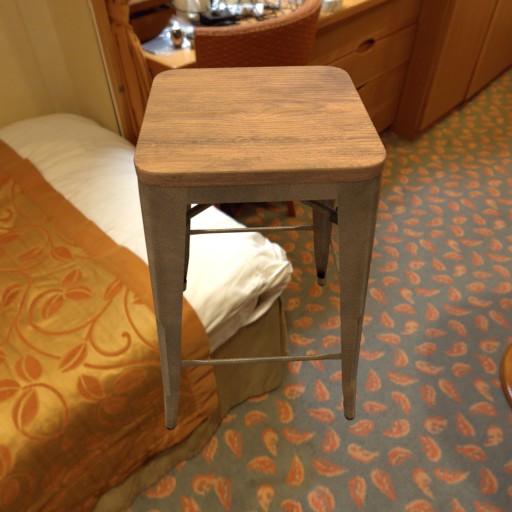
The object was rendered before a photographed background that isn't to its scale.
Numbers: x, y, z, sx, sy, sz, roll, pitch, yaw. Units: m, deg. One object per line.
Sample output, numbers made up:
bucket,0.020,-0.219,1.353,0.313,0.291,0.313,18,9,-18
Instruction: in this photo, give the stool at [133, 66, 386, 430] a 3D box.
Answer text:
stool,0.000,0.000,0.867,0.407,0.607,0.407,-2,45,-2
